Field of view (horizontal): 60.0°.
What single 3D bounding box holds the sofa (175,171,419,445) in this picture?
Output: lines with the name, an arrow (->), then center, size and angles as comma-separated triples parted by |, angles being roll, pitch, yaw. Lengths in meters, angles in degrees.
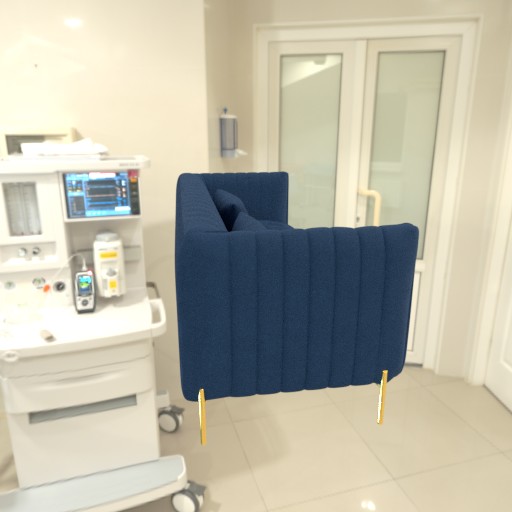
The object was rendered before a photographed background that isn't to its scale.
sofa -> 0.000, 0.000, 2.563 | 0.896, 0.793, 2.136 | -3, 16, -9
